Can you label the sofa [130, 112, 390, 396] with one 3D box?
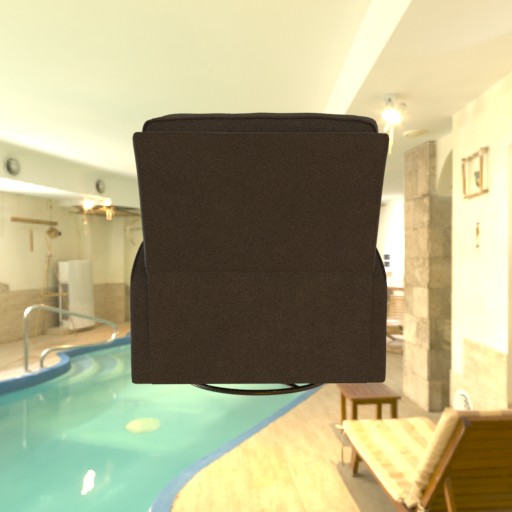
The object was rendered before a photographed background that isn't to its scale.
[{"bbox_3d":[0.000,0.000,2.012,0.861,0.959,1.472,0,0,-1],"label":"sofa"}]
